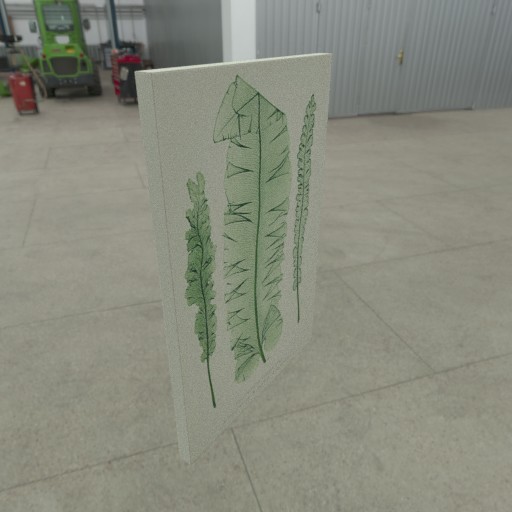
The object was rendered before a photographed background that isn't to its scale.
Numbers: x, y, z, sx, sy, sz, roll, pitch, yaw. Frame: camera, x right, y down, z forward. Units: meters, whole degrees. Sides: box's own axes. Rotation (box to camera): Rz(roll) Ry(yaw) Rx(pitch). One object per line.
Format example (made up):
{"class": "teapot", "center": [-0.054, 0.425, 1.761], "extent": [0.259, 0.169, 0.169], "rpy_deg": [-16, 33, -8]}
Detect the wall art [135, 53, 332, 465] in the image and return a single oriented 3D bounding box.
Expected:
{"class": "wall art", "center": [0.000, 0.000, 1.130], "extent": [0.038, 0.914, 0.610], "rpy_deg": [19, 33, 31]}
